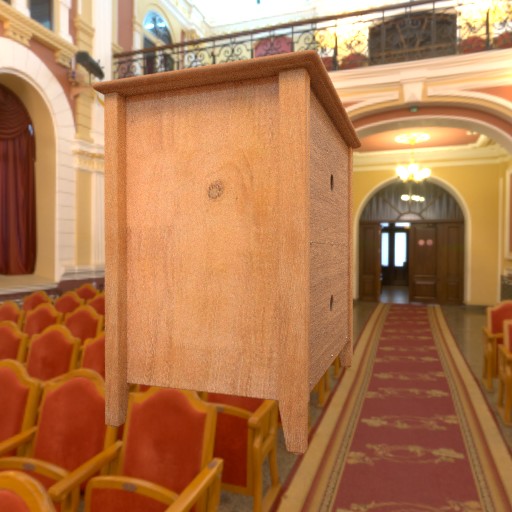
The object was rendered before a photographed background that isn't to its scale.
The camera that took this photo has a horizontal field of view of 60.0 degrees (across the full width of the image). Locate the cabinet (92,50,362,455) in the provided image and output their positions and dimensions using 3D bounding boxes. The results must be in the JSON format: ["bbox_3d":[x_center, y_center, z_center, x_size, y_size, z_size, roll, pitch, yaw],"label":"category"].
[{"bbox_3d":[0.000,0.000,1.250,0.503,0.762,0.763,0,1,20],"label":"cabinet"}]
